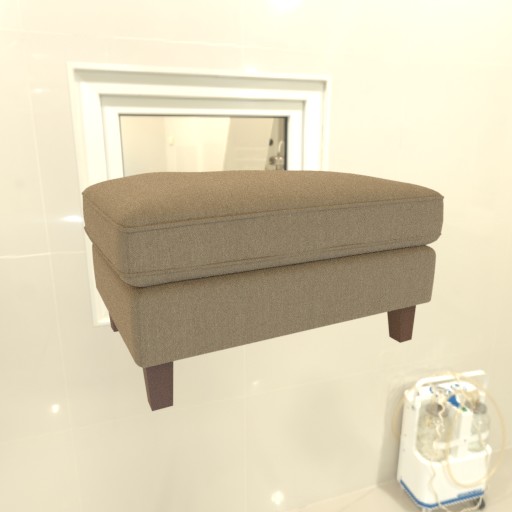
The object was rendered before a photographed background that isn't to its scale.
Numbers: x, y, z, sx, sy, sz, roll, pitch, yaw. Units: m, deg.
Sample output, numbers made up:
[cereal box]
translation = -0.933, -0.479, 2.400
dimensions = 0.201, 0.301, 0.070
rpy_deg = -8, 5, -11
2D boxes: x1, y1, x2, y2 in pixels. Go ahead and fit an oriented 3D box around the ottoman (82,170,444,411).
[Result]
[ottoman]
translation = 0.000, 0.000, 1.373
dimensions = 0.945, 0.521, 0.636
rpy_deg = -8, 17, -26
